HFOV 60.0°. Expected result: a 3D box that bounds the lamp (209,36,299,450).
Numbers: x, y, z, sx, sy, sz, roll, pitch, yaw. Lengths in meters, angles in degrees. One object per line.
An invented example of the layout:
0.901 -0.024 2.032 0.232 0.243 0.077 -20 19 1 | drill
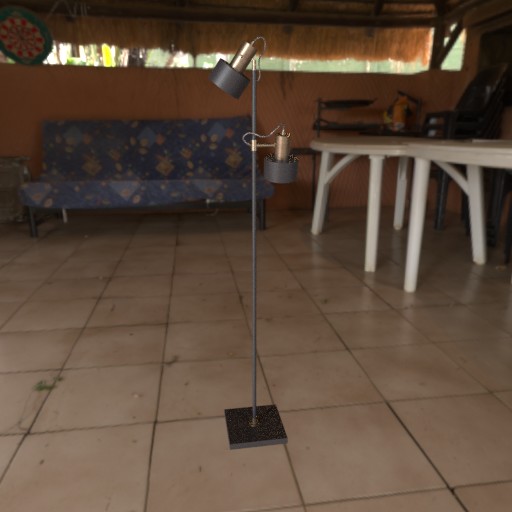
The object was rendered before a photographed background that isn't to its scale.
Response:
0.000 0.000 1.664 0.315 1.505 0.233 -3 16 -9 | lamp
